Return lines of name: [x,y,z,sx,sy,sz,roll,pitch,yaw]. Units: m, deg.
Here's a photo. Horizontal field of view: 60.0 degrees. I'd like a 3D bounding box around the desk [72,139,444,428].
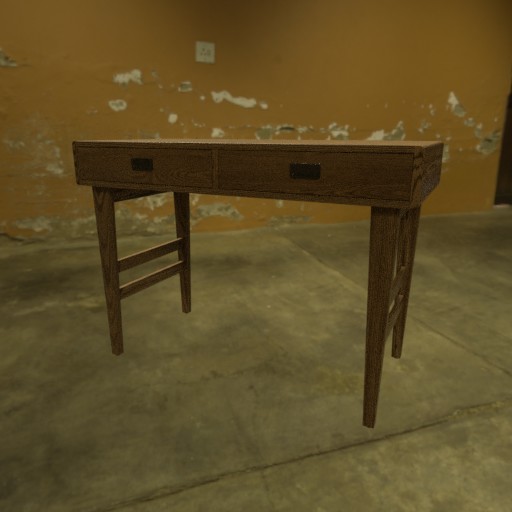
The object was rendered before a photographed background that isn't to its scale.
desk: [0.000,0.000,1.504,1.067,0.755,0.508,8,17,25]
